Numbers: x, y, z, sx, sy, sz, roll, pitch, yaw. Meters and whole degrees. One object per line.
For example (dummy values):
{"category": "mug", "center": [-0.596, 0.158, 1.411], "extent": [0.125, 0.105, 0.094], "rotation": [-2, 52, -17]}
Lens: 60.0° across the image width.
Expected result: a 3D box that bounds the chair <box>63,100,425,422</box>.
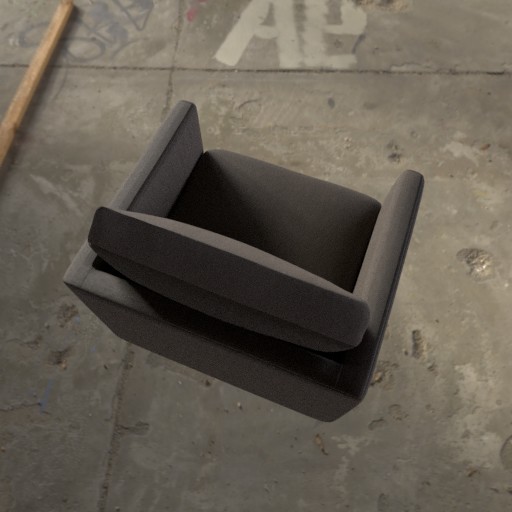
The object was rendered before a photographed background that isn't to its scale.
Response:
{"category": "chair", "center": [0.000, 0.000, 1.862], "extent": [1.107, 0.963, 0.959], "rotation": [20, 65, 10]}
